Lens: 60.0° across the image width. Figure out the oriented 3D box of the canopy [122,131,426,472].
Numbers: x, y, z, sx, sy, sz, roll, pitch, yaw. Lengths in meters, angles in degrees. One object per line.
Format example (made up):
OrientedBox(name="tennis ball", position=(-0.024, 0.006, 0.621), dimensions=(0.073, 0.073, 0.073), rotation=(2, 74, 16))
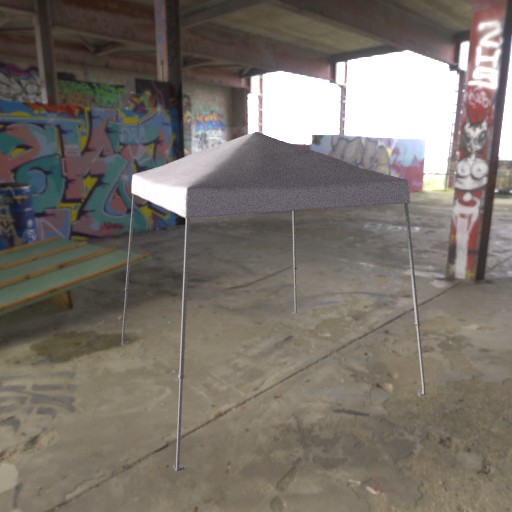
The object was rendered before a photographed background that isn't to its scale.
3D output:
OrientedBox(name="canopy", position=(0.000, 0.000, 5.266), dimensions=(2.850, 2.850, 2.849), rotation=(-6, 15, -25))
